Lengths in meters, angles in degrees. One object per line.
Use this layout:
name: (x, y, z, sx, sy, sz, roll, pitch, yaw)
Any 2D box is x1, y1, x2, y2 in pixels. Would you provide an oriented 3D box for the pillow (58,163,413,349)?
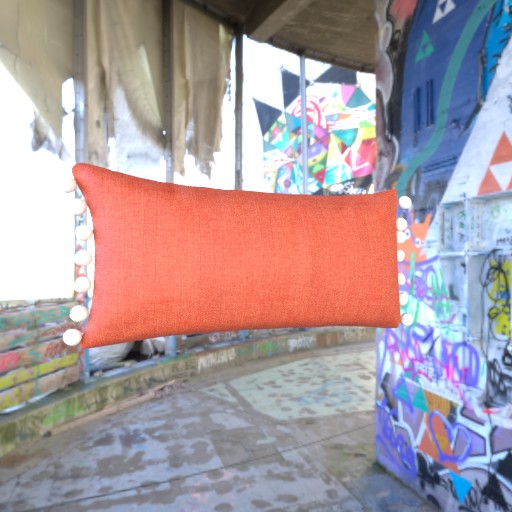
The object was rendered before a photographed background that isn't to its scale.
pillow: (0.000, 0.000, 0.869, 0.709, 0.322, 0.201, 0, 0, -18)
